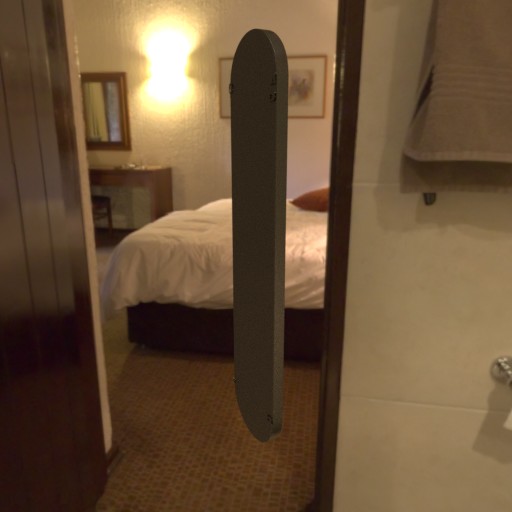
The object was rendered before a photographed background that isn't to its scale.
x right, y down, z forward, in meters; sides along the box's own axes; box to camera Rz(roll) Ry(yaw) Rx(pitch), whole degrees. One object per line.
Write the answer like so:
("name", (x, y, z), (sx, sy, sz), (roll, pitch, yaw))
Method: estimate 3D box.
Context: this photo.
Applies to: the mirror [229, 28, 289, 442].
("mirror", (0.000, 0.000, 1.068), (0.032, 0.991, 0.222), (-8, 17, -26))
